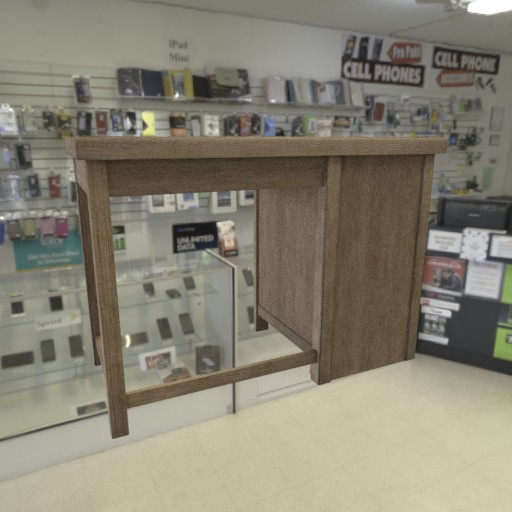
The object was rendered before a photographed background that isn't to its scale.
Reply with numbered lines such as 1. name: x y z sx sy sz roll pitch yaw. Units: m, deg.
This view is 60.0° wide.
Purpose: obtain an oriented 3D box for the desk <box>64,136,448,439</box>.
1. desk: 0.000 0.000 1.761 1.289 0.912 0.610 -7 16 -24
